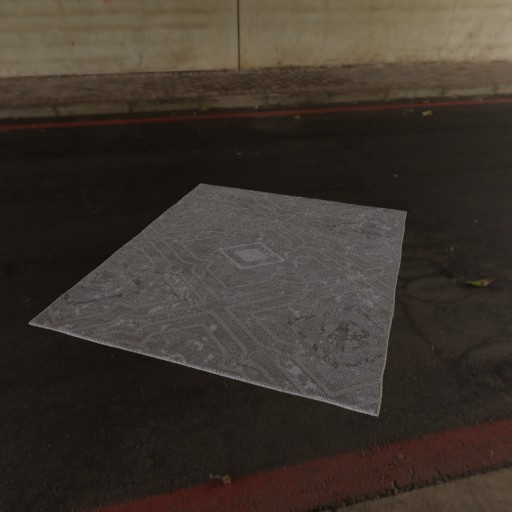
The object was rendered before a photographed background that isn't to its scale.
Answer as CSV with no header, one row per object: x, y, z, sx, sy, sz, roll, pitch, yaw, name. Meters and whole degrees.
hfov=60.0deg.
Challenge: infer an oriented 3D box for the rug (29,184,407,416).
0.000,0.000,0.888,0.548,0.006,0.639,10,32,17,rug
